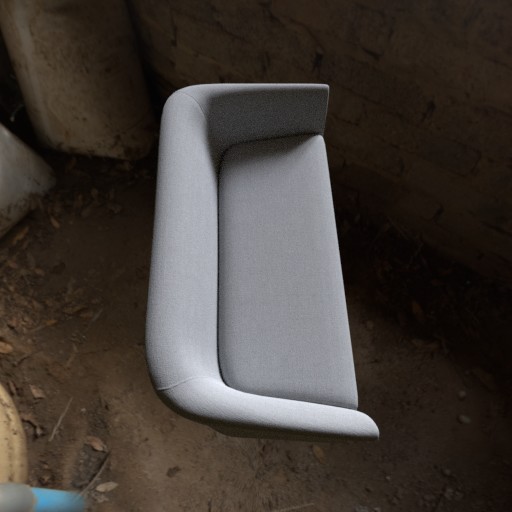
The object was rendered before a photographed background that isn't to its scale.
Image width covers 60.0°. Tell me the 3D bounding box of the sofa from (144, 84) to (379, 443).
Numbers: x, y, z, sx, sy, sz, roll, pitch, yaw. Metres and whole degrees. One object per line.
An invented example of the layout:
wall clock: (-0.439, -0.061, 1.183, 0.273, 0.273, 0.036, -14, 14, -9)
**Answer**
sofa: (0.000, 0.000, 1.822, 0.705, 0.721, 1.452, -2, 64, -1)
